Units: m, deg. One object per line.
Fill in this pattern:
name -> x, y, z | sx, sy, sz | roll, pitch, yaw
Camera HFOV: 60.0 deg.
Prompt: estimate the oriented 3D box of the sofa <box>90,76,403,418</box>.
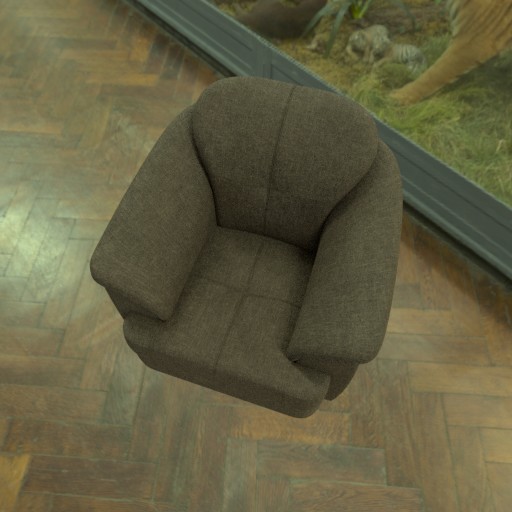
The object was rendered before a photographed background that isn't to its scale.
sofa -> 0.000, 0.000, 1.480 | 0.870, 0.811, 0.794 | 16, 59, 10
